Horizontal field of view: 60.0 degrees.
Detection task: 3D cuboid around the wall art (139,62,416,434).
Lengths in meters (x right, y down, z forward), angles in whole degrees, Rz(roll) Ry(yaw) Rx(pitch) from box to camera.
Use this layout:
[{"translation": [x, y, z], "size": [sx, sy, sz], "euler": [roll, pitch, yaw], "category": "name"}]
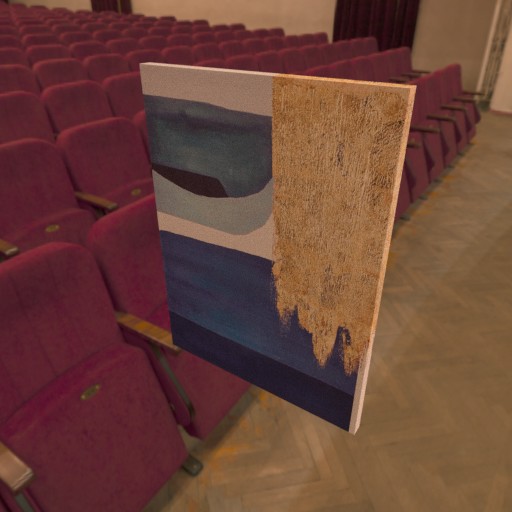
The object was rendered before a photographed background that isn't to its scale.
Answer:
[{"translation": [0.000, 0.000, 0.797], "size": [0.458, 0.613, 0.026], "euler": [18, 34, 29], "category": "wall art"}]
